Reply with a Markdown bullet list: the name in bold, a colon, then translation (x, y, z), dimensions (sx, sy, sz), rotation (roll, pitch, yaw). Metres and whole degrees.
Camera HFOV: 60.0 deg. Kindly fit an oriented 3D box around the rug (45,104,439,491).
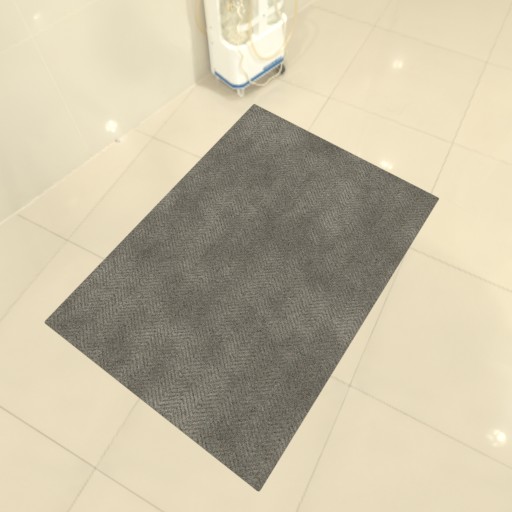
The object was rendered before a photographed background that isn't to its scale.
- **rug**: translation (0.000, 0.000, 2.918), dimensions (1.600, 0.008, 2.235), rotation (32, 67, 15)
